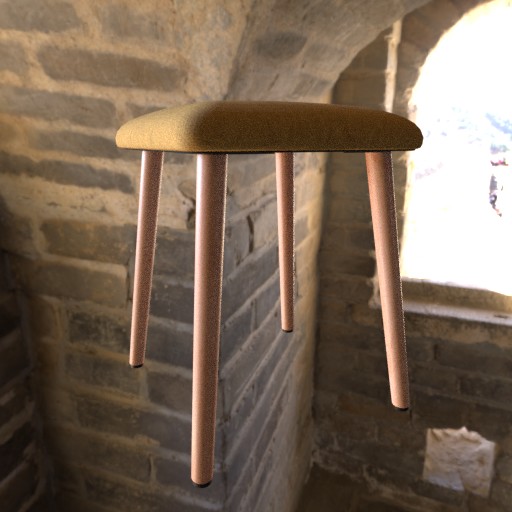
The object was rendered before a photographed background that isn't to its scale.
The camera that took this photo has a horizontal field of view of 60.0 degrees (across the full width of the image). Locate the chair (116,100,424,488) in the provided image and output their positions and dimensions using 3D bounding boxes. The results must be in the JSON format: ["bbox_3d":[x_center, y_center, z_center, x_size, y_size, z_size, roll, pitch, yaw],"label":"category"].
[{"bbox_3d":[0.000,0.000,0.680,0.350,0.440,0.350,-8,16,-27],"label":"chair"}]
